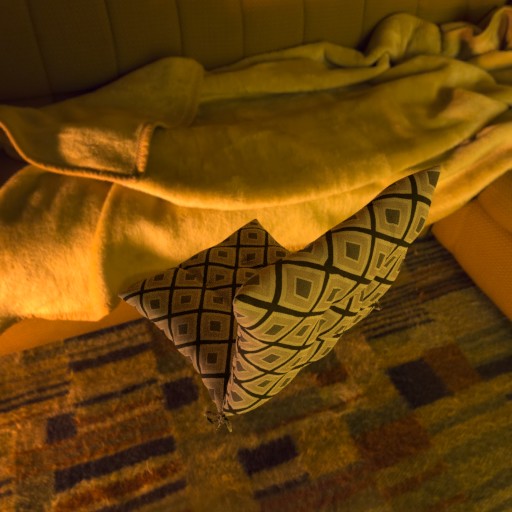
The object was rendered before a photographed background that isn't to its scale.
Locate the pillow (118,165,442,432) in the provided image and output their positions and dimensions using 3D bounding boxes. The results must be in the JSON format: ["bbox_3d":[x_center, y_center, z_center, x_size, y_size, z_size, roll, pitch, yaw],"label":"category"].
[{"bbox_3d":[0.000,0.000,1.032,0.541,0.536,0.585,-32,53,-27],"label":"pillow"}]
